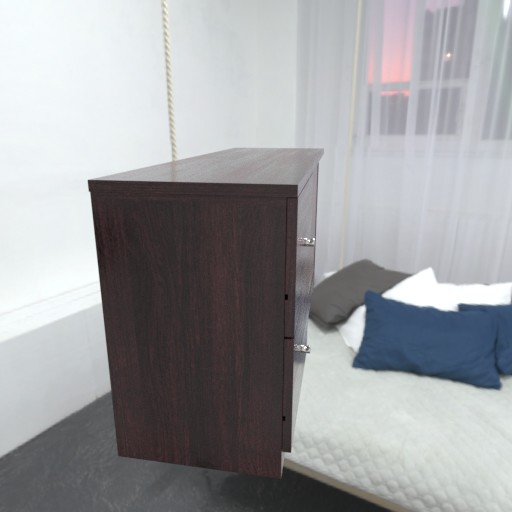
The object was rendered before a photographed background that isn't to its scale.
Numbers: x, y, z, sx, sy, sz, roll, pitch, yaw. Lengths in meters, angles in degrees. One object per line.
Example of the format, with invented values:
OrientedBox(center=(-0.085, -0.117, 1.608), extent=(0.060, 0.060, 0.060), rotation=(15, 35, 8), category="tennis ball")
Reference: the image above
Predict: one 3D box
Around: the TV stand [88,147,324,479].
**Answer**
OrientedBox(center=(0.000, 0.000, 1.419), extent=(0.404, 0.614, 1.192), rotation=(3, 17, 10), category="TV stand")
